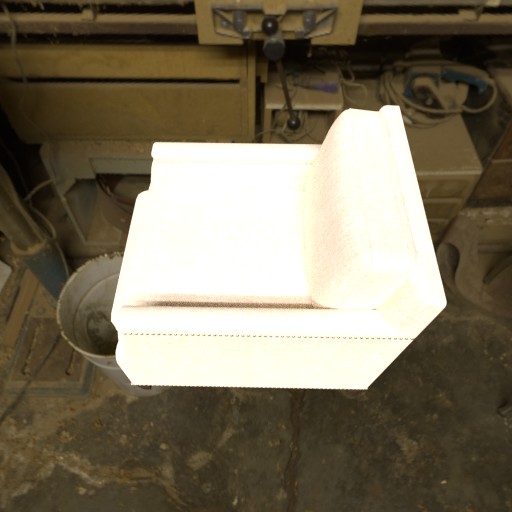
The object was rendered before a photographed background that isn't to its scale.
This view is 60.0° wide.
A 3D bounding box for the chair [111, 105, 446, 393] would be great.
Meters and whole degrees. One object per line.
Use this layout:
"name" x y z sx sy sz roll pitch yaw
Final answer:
"chair" 0.000 0.000 1.755 1.041 0.940 0.838 1 57 1
